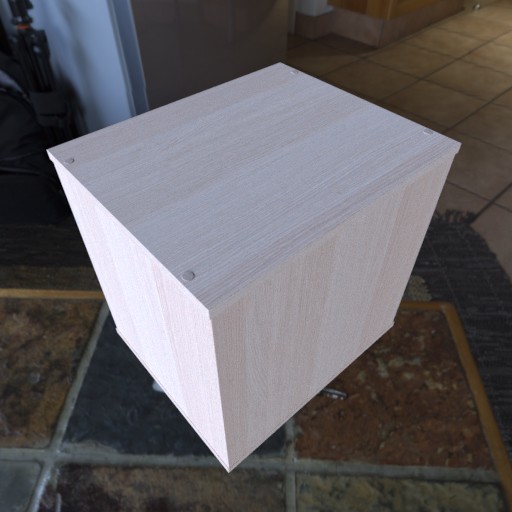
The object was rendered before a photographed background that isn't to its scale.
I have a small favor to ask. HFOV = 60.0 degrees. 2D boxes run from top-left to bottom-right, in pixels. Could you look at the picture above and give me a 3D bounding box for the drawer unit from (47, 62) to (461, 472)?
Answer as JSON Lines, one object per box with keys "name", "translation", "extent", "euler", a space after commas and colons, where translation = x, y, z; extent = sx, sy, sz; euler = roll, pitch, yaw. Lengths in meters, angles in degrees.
{"name": "drawer unit", "translation": [0.000, 0.000, 0.607], "extent": [0.349, 0.344, 0.290], "euler": [-32, 54, -28]}
